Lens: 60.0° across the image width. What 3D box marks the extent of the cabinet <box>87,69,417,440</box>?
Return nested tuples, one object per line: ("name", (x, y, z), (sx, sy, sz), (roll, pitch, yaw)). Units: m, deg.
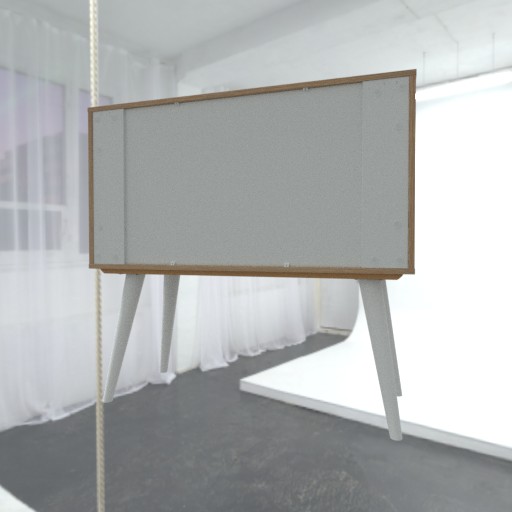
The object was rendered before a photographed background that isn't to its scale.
("cabinet", (0.000, 0.000, 1.582), (1.057, 1.016, 0.470), (0, 1, 18))
